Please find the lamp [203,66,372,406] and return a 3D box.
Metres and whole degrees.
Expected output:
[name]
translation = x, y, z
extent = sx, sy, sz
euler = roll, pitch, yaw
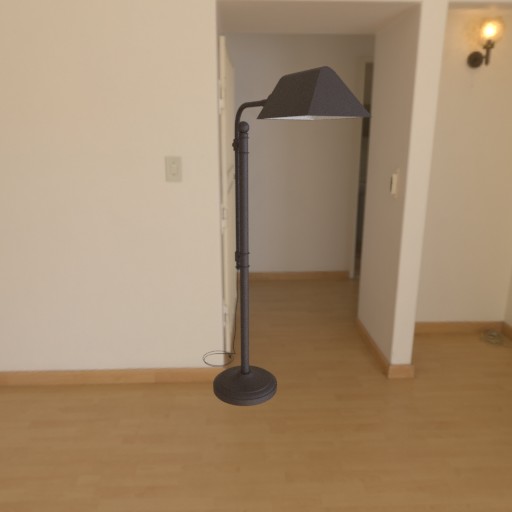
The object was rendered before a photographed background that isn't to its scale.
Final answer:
[lamp]
translation = 0.000, 0.000, 0.963
extent = 0.159, 0.708, 0.545
euler = -8, 17, -27
